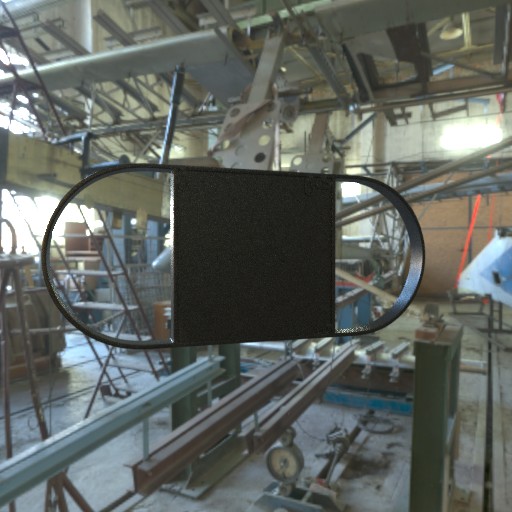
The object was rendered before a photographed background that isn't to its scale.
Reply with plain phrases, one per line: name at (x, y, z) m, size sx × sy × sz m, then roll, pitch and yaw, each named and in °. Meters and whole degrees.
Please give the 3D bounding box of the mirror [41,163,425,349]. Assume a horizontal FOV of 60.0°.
mirror at (0.000, 0.000, 0.667) m, size 0.584 × 0.254 × 0.032 m, roll 0°, pitch 1°, yaw -17°
